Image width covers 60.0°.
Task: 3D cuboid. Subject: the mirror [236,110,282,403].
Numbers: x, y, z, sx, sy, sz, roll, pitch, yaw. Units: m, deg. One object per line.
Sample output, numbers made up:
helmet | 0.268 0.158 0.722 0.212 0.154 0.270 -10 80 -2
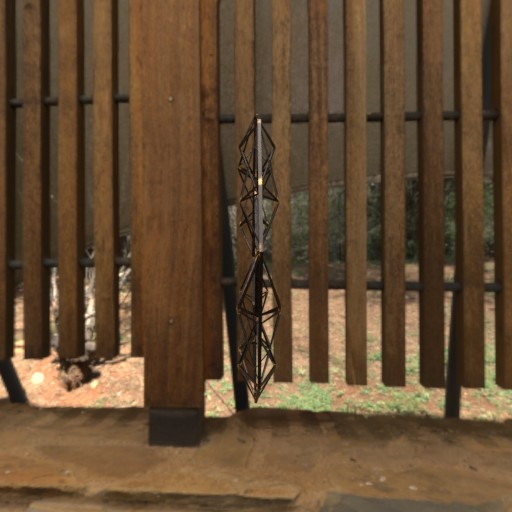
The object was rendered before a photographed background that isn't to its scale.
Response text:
mirror | 0.000 0.000 1.075 0.094 0.710 0.710 0 -1 -1
